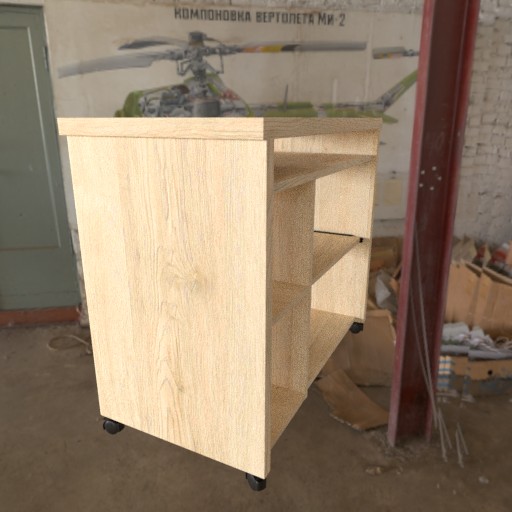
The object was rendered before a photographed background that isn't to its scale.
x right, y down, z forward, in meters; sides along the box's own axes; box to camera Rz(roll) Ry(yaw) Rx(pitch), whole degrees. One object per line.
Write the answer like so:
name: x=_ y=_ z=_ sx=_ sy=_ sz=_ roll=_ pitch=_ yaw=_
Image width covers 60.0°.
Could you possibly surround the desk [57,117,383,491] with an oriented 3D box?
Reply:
desk: x=0.000 y=0.000 z=1.294 sx=0.480 sy=0.770 sz=0.885 roll=9 pitch=19 yaw=26
